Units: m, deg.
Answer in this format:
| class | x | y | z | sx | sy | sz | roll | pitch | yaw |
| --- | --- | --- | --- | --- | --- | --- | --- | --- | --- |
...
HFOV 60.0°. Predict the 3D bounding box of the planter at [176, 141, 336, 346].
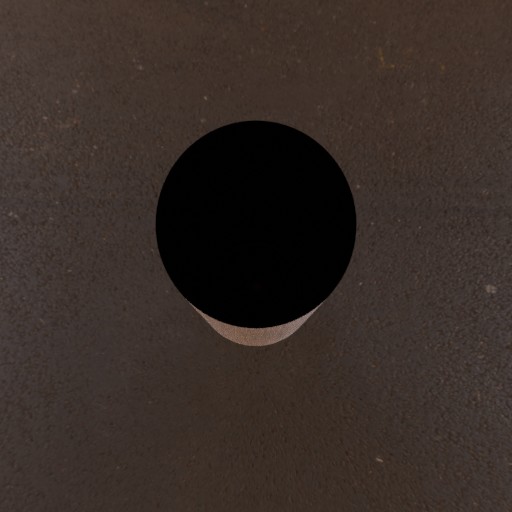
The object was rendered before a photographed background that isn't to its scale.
| class | x | y | z | sx | sy | sz | roll | pitch | yaw |
| --- | --- | --- | --- | --- | --- | --- | --- | --- | --- |
| planter | 0.000 | 0.000 | 0.127 | 0.045 | 0.103 | 0.045 | 39 | 79 | 9 |
